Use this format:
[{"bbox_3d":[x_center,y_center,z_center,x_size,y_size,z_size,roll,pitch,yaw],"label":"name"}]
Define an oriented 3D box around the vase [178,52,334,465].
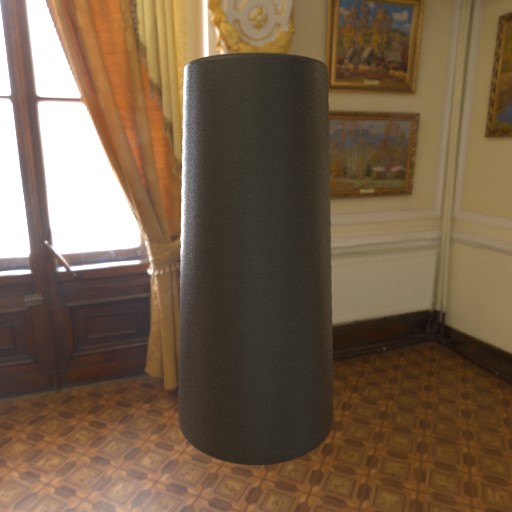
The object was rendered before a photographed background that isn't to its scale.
[{"bbox_3d":[0.000,0.000,0.363,0.136,0.289,0.136,-2,14,-8],"label":"vase"}]
